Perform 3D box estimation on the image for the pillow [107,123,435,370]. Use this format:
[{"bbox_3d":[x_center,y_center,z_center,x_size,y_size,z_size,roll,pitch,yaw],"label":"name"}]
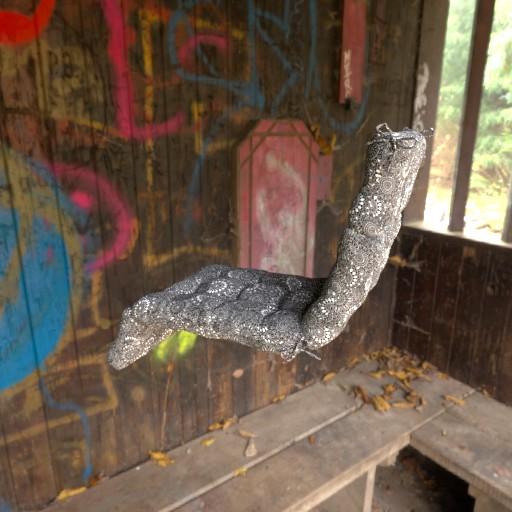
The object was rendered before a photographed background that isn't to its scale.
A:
[{"bbox_3d":[0.000,0.000,1.504,1.016,0.863,0.526,8,18,24],"label":"pillow"}]
